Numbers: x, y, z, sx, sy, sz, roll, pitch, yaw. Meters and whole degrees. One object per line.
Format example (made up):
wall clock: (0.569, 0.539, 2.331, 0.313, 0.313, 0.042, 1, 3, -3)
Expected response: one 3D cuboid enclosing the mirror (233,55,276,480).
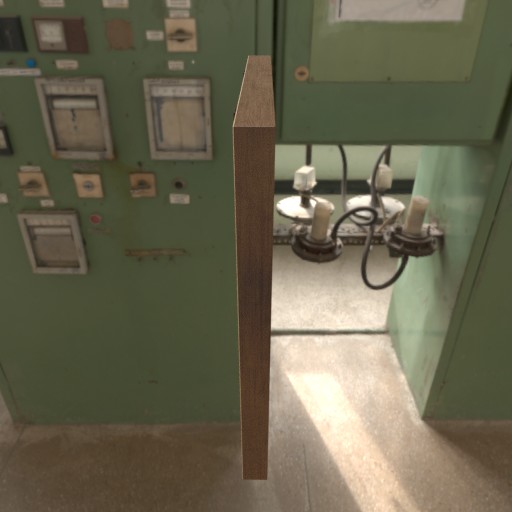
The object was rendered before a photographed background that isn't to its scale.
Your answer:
mirror: (0.000, 0.000, 0.676, 0.041, 0.508, 0.405, 1, 32, 1)
